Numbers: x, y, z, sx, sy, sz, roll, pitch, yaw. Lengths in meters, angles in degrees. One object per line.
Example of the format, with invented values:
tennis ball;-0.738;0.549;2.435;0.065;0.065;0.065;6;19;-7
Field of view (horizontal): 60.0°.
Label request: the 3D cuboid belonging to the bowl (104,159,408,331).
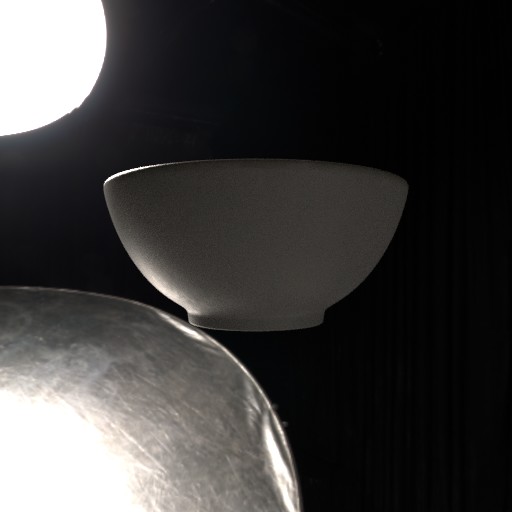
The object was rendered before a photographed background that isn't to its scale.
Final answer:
bowl;0.000;0.000;0.412;0.268;0.121;0.268;0;0;0
